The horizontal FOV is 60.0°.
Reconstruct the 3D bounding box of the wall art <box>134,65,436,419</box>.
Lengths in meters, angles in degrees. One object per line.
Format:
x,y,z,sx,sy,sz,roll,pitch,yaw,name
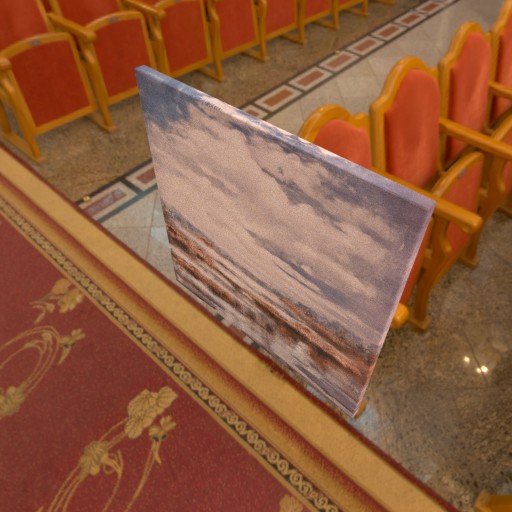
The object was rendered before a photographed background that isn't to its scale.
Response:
0.000,0.000,1.534,1.010,1.020,0.040,34,55,28,wall art
